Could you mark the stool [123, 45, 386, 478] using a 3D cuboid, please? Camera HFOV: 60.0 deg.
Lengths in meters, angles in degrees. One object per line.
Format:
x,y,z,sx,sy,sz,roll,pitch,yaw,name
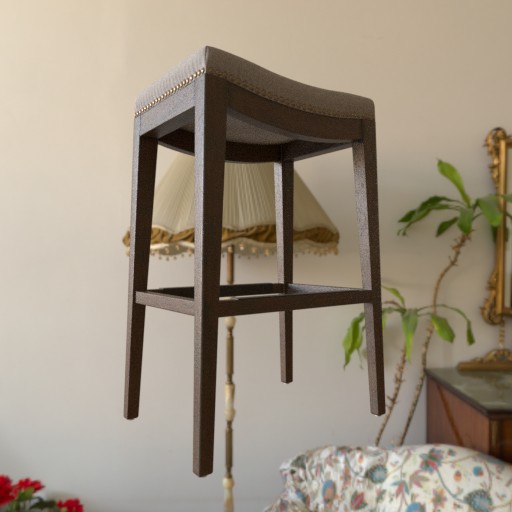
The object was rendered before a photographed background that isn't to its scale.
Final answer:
0.000,0.000,1.045,0.508,0.762,0.356,0,0,-37,stool
